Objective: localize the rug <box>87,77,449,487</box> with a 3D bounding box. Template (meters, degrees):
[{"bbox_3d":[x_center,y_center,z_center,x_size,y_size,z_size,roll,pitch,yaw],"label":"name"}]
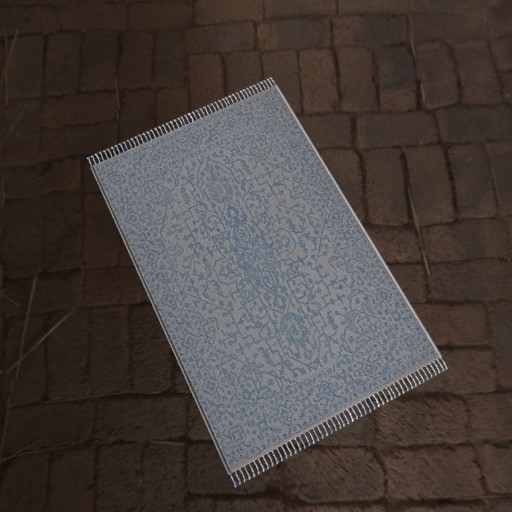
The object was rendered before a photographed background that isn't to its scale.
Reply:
[{"bbox_3d":[0.000,0.000,3.024,1.524,0.010,2.438,-26,76,-7],"label":"rug"}]
